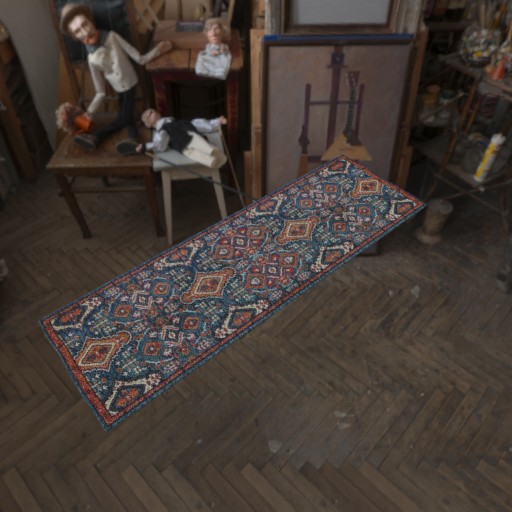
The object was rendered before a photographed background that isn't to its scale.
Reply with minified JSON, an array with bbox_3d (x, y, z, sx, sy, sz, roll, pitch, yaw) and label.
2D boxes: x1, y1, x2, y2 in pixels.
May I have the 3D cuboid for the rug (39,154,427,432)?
[{"bbox_3d":[0.000,0.000,2.753,2.459,0.010,0.801,-32,55,-26],"label":"rug"}]
